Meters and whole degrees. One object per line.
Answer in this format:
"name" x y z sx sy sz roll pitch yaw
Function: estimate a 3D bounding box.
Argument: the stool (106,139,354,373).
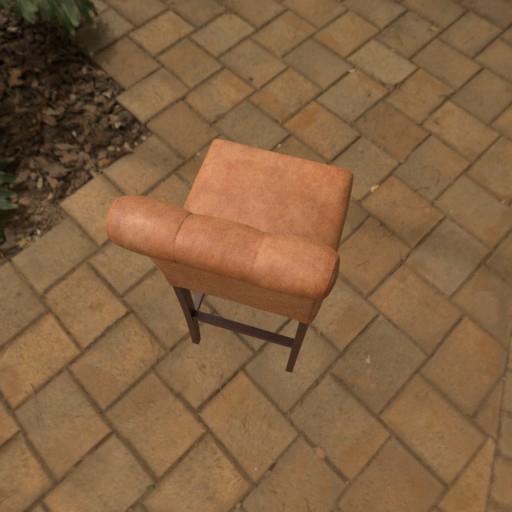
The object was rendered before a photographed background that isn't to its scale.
"stool" 0.000 0.000 1.447 0.493 1.140 0.601 15 65 7
